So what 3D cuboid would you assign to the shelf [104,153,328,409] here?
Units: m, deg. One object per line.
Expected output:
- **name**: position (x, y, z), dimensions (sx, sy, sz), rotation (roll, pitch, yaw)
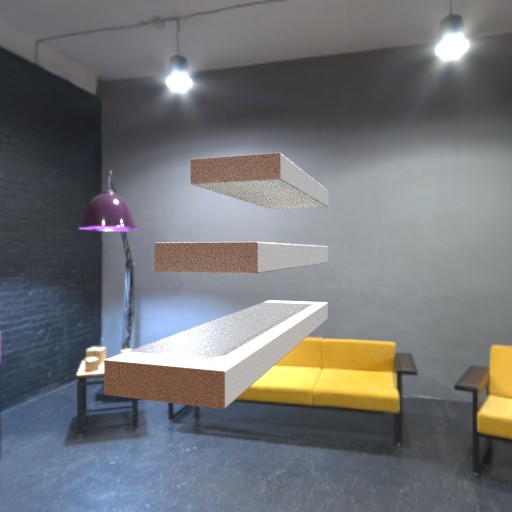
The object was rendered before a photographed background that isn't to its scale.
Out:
- **shelf**: position (0.000, 0.000, 0.741), dimensions (0.140, 0.293, 0.610), rotation (0, 1, 19)
